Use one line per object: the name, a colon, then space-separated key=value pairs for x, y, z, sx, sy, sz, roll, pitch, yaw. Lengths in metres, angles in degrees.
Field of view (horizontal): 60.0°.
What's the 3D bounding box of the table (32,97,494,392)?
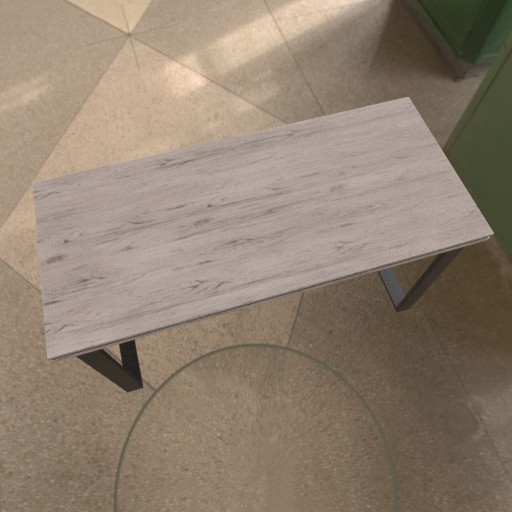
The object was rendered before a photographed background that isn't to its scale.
table: x=0.000 y=0.000 z=2.255 sx=1.778 sy=0.899 sz=0.795 roll=-15 pitch=64 yaw=-7
